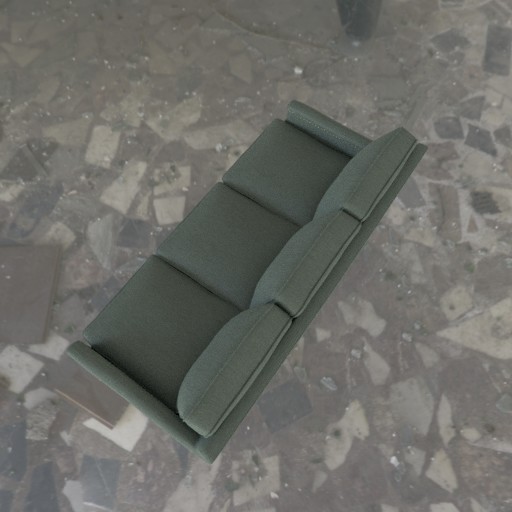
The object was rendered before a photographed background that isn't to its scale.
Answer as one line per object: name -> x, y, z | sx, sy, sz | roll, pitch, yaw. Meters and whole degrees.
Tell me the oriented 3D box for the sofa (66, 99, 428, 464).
sofa -> 0.000, 0.000, 2.773 | 1.084, 1.003, 2.246 | 33, 69, 14
